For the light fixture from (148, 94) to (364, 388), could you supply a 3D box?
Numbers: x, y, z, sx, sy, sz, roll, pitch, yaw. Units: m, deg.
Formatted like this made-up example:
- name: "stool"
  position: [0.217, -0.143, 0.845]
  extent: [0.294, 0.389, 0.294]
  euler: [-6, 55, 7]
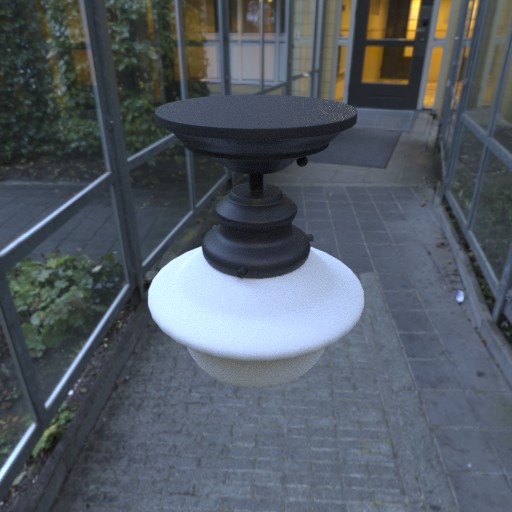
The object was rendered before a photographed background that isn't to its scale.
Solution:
- name: "light fixture"
  position: [0.000, 0.000, 0.396]
  extent: [0.197, 0.254, 0.197]
  euler: [0, 27, 0]
